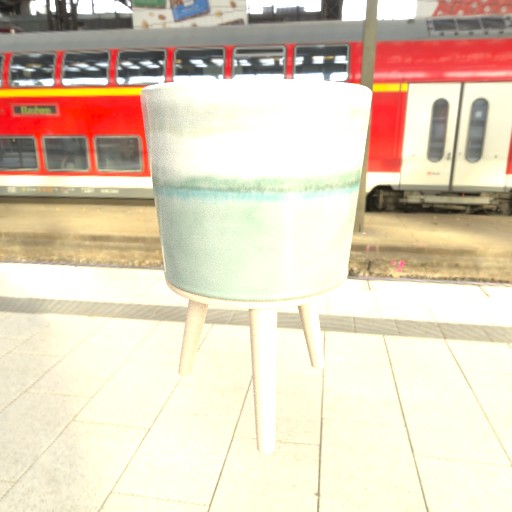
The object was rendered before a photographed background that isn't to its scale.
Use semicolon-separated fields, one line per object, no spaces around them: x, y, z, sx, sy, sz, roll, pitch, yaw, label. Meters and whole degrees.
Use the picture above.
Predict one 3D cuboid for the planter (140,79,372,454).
0.000;0.000;0.576;0.265;0.404;0.265;2;16;7;planter
